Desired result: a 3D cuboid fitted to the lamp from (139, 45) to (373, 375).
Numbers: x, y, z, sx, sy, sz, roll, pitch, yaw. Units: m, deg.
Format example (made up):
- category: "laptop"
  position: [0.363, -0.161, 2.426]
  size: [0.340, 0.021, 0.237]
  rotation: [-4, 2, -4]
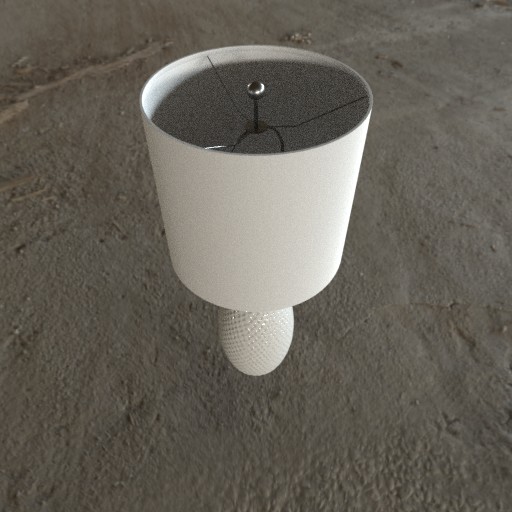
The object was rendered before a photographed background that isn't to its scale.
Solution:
- category: "lamp"
  position: [0.000, 0.000, 0.577]
  size: [0.214, 0.466, 0.214]
  rotation: [-23, 51, -20]
